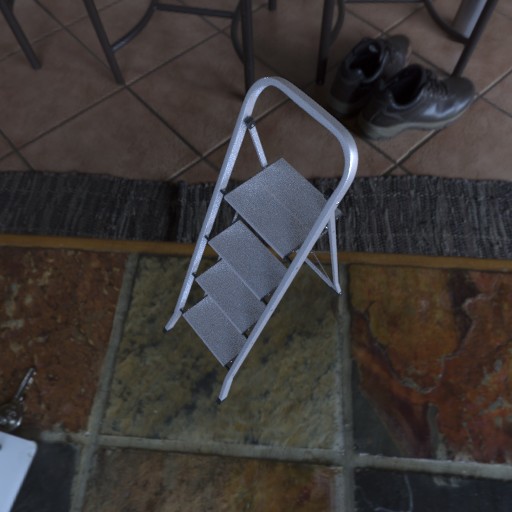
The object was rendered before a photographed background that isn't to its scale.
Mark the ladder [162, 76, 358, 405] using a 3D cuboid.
[{"bbox_3d":[0.000,0.000,1.674,0.830,1.290,0.465,-37,68,-17],"label":"ladder"}]
